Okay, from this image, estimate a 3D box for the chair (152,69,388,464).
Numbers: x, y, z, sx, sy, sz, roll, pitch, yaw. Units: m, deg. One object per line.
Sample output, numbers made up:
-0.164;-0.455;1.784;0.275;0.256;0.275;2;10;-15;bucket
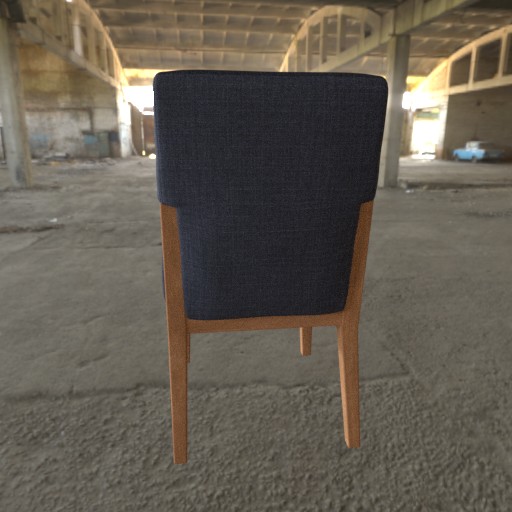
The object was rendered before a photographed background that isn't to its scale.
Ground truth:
0.000;0.000;1.262;0.507;0.911;0.586;-2;15;-7;chair
